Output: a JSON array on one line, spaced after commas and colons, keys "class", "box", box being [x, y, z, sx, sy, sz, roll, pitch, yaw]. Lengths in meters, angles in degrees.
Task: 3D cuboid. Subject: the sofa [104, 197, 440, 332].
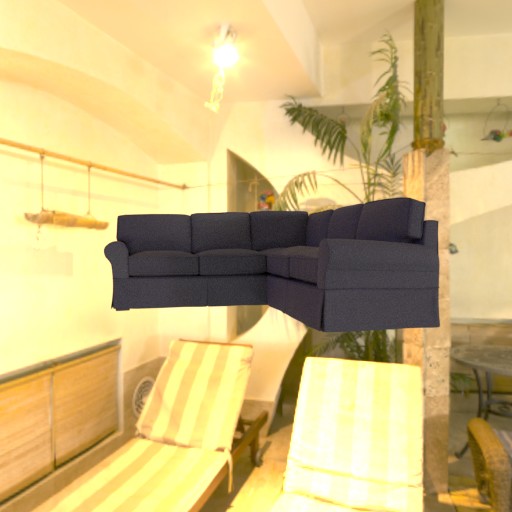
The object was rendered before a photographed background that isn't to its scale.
[{"class": "sofa", "box": [0.000, 0.000, 5.071, 3.773, 1.169, 2.874, 0, 1, 18]}]
